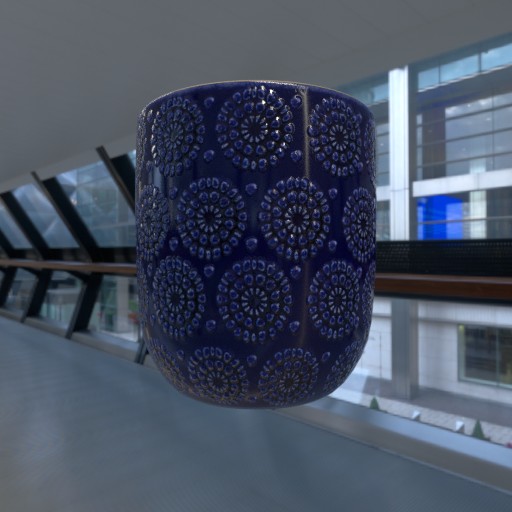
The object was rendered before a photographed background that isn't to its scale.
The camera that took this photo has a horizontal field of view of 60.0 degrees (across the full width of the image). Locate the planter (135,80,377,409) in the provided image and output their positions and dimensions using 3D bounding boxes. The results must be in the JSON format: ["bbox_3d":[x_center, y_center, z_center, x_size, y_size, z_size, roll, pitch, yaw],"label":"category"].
[{"bbox_3d":[0.000,0.000,0.349,0.184,0.206,0.184,0,-1,0],"label":"planter"}]
